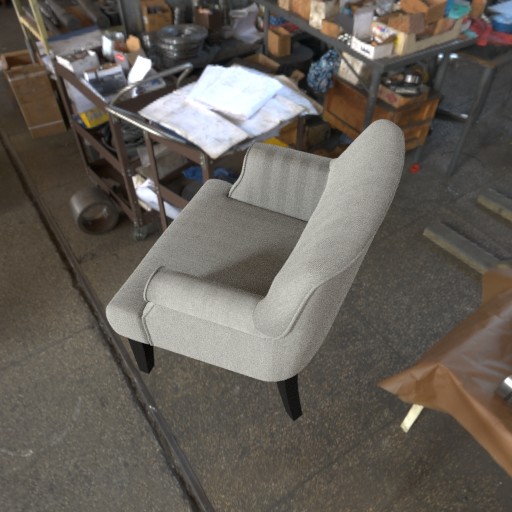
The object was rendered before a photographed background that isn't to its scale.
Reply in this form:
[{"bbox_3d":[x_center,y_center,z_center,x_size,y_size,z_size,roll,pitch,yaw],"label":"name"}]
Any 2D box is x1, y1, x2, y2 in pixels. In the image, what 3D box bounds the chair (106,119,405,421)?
[{"bbox_3d":[0.000,0.000,1.480,0.755,0.880,0.772,17,49,15],"label":"chair"}]
